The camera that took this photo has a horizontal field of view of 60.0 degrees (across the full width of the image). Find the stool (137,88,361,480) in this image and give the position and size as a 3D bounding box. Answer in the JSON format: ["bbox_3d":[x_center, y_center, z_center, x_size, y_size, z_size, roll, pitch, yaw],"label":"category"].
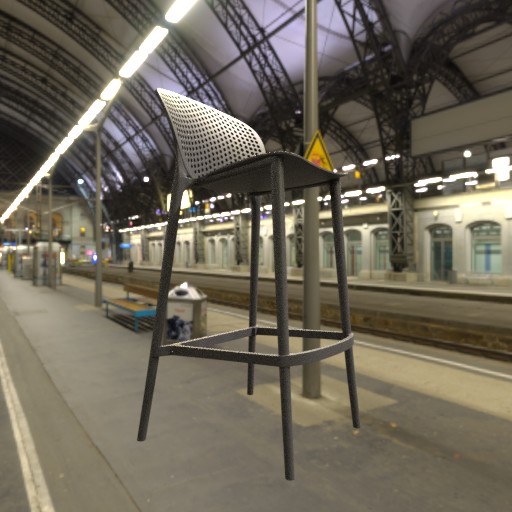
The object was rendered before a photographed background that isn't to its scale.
[{"bbox_3d":[0.000,0.000,1.333,0.535,1.045,0.536,0,0,36],"label":"stool"}]
